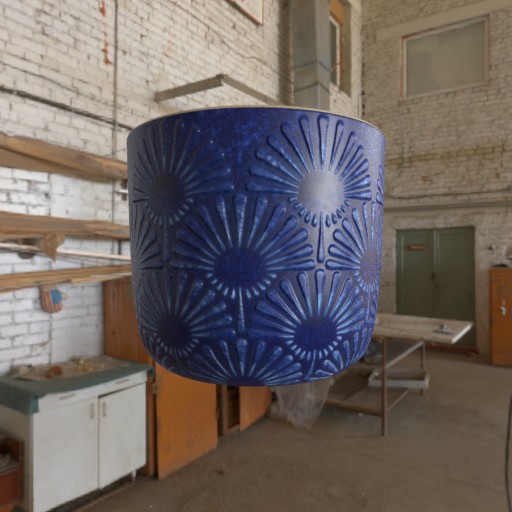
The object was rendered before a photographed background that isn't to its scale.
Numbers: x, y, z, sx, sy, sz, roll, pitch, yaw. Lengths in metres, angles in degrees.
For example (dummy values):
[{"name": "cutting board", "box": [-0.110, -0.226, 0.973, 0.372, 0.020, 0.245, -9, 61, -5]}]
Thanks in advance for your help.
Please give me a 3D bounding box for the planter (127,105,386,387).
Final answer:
[{"name": "planter", "box": [0.000, 0.000, 0.221, 0.124, 0.109, 0.124, 0, 0, 0]}]
